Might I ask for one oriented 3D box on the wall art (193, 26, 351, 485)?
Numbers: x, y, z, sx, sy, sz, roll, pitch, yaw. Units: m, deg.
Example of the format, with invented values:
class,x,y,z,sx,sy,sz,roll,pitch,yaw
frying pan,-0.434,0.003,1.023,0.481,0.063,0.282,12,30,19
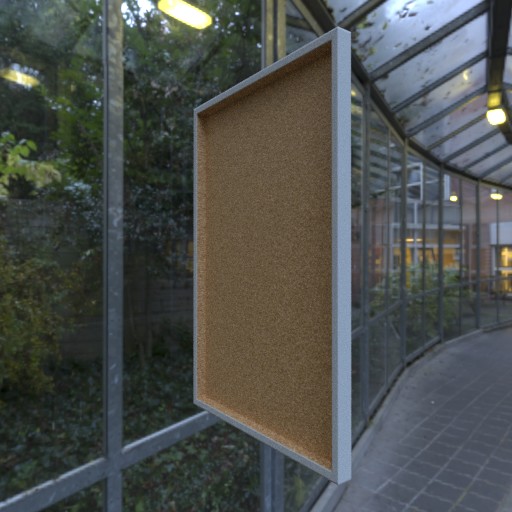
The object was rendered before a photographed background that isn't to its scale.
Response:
class,x,y,z,sx,sy,sz,roll,pitch,yaw
wall art,0.000,0.000,1.142,0.038,0.914,0.610,0,0,-36
